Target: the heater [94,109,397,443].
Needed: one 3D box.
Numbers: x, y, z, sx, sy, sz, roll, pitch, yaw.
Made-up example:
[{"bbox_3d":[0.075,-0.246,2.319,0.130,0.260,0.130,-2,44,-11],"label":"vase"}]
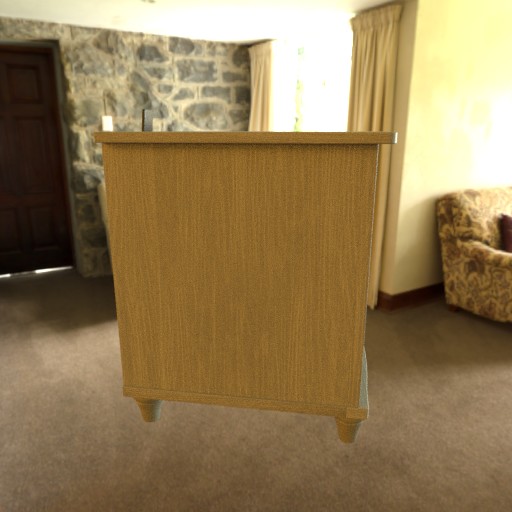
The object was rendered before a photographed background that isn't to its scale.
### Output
[{"bbox_3d":[0.000,0.000,0.760,0.400,0.481,0.362,2,16,9],"label":"heater"}]
